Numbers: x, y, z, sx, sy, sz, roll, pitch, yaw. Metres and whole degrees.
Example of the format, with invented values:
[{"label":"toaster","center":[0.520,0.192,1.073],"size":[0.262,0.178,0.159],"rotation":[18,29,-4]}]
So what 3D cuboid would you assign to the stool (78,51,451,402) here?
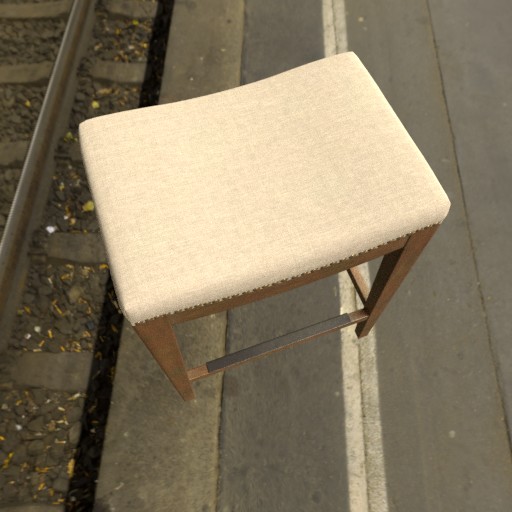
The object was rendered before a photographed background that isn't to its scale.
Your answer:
[{"label":"stool","center":[0.000,0.000,0.932],"size":[0.508,0.660,0.356],"rotation":[-18,66,-8]}]
